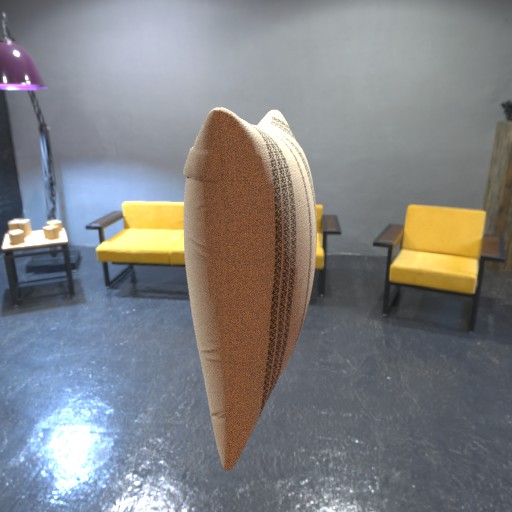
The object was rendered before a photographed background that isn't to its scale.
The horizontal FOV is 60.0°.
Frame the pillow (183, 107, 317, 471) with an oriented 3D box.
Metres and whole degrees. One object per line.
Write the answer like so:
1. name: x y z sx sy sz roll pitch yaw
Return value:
1. pillow: 0.000 0.000 0.643 0.173 0.406 0.405 3 18 9
